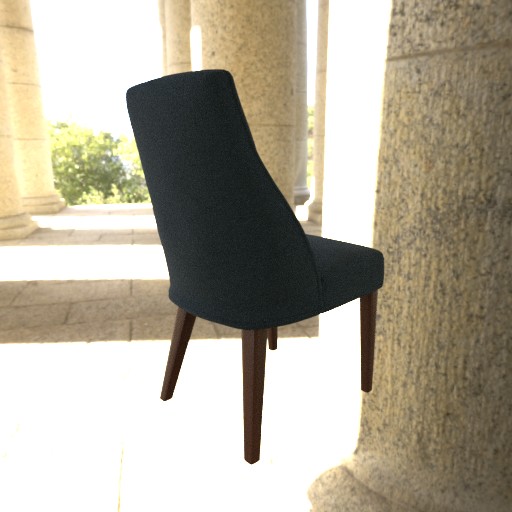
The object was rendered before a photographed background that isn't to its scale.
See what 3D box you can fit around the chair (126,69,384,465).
[{"bbox_3d":[0.000,0.000,1.290,0.620,0.930,0.500,-13,18,-42],"label":"chair"}]
